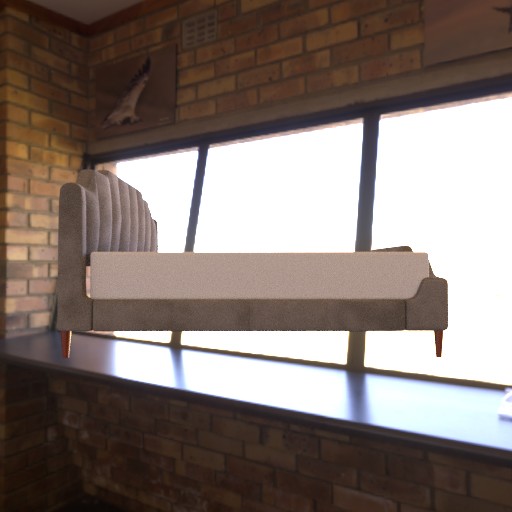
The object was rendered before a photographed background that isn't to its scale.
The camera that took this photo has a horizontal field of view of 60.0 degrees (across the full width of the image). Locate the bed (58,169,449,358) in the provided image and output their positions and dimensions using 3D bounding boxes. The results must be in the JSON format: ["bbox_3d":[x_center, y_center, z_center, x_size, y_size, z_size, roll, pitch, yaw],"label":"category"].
[{"bbox_3d":[0.000,0.000,3.639,2.340,1.245,2.074,0,-1,0],"label":"bed"}]
